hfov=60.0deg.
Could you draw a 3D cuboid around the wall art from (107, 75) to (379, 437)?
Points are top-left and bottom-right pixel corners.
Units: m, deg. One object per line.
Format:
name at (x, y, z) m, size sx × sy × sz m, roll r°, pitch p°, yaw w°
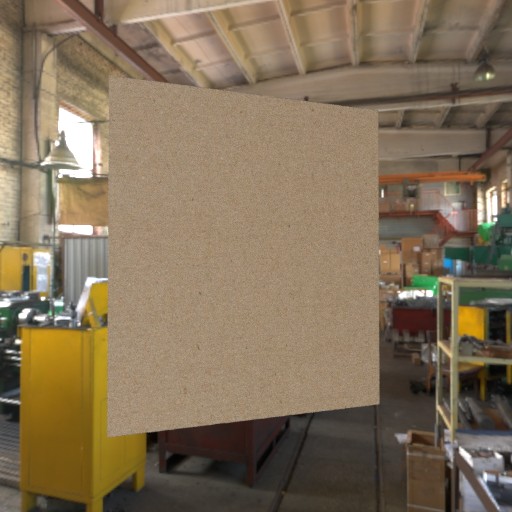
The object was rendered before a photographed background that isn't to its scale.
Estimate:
wall art at (0.000, 0.000, 1.193) m, size 0.755 × 0.863 × 0.028 m, roll 0°, pitch -1°, yaw -19°
